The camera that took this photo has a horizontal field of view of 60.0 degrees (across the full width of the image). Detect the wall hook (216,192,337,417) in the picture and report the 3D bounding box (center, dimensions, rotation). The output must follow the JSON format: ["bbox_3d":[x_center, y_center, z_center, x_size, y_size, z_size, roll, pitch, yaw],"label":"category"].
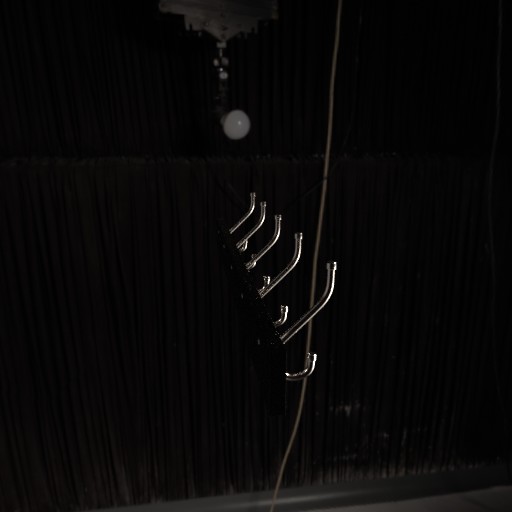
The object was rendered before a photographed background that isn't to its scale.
[{"bbox_3d":[0.000,0.000,0.630,0.071,0.117,0.571,-3,16,-9],"label":"wall hook"}]
